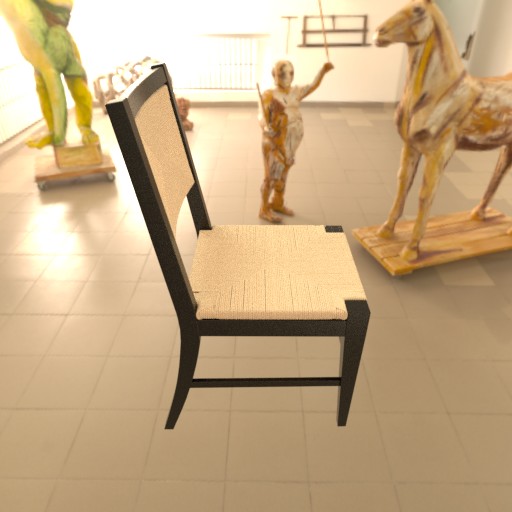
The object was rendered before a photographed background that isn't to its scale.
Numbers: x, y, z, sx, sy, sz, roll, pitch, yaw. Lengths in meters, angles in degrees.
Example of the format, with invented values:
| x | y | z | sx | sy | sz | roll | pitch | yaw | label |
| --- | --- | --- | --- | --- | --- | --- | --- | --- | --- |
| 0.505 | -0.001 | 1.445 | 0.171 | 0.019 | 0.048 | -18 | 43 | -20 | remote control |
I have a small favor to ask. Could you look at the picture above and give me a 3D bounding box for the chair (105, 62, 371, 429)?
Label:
| x | y | z | sx | sy | sz | roll | pitch | yaw | label |
| --- | --- | --- | --- | --- | --- | --- | --- | --- | --- |
| 0.000 | 0.000 | 1.222 | 0.552 | 0.927 | 0.437 | 0 | 32 | 0 | chair |
